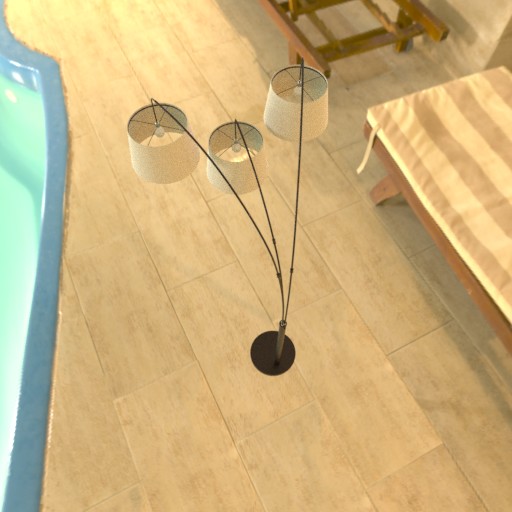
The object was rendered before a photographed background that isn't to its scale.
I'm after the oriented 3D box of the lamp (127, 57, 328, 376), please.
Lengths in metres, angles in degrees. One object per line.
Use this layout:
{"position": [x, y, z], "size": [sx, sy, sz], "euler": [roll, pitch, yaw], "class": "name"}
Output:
{"position": [0.000, 0.000, 2.486], "size": [0.951, 1.950, 0.924], "euler": [-19, 63, -10], "class": "lamp"}
